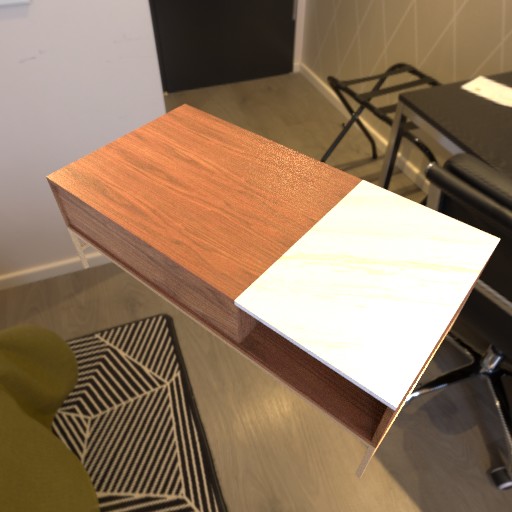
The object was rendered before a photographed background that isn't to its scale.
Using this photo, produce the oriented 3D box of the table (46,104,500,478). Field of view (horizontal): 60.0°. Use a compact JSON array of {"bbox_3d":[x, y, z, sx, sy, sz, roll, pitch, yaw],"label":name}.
[{"bbox_3d":[0.000,0.000,1.870,1.553,0.551,0.789,30,53,26],"label":"table"}]
